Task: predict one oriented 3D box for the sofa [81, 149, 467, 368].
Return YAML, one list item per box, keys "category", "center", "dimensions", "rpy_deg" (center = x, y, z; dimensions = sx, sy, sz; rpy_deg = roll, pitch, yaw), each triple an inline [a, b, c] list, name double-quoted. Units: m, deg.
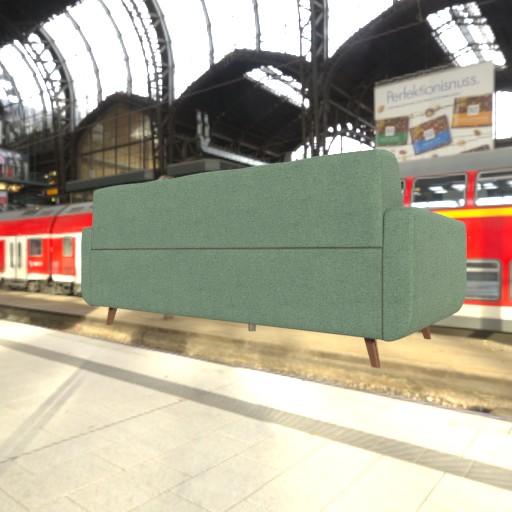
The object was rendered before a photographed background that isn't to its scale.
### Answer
- category: "sofa"
  center: [0.000, 0.000, 2.491]
  dimensions: [2.029, 0.841, 0.909]
  rpy_deg: [0, 0, 37]
